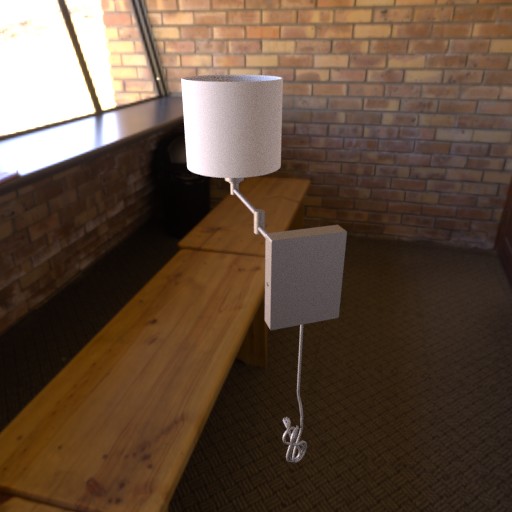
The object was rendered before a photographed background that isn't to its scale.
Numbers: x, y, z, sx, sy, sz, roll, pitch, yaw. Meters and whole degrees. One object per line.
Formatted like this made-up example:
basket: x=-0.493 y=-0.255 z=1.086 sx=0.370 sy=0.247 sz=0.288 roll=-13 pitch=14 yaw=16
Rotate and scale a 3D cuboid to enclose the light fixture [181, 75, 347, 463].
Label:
light fixture: x=0.000 y=0.000 z=0.898 sx=0.203 sy=0.651 sz=0.516 roll=-8 pitch=27 yaw=-16
